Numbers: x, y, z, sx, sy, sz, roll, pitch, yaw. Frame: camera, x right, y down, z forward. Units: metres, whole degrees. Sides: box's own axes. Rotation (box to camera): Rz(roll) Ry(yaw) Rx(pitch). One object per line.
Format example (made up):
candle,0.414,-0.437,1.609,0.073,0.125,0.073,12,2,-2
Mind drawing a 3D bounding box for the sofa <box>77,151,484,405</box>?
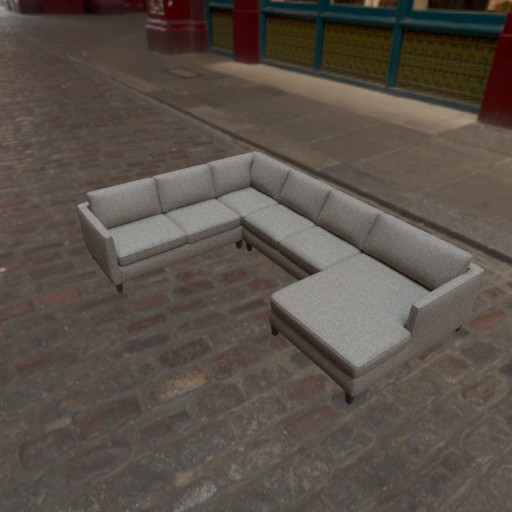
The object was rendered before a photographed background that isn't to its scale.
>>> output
sofa,0.000,0.000,4.515,2.551,0.889,3.403,-21,39,-29
